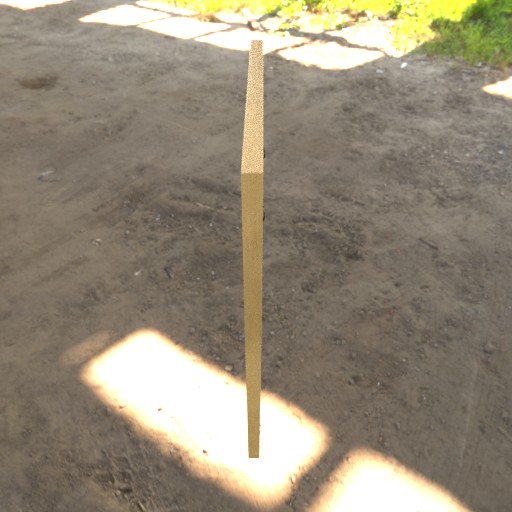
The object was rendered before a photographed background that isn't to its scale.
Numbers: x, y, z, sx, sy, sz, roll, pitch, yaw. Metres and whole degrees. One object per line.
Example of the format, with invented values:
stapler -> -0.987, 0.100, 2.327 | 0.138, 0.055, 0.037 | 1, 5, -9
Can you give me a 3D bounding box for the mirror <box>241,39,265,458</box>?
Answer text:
mirror -> 0.000, 0.000, 1.341 | 0.041, 1.016, 0.762 | 0, 41, 1
